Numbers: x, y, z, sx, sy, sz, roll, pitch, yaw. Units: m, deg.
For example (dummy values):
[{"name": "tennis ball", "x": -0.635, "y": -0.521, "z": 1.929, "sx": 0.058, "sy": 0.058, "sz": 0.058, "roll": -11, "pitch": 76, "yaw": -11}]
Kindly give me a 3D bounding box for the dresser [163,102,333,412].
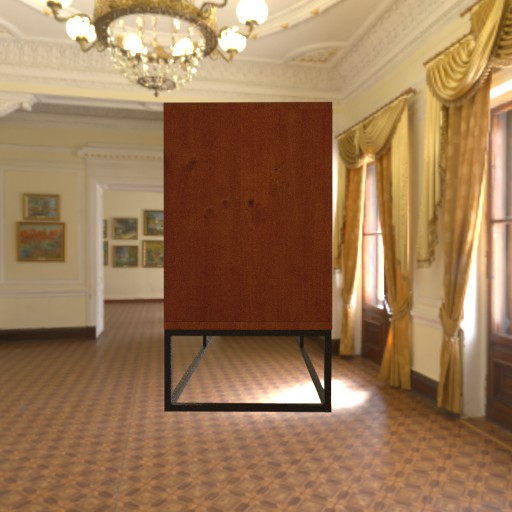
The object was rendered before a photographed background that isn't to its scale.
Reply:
[{"name": "dresser", "x": 0.000, "y": 0.000, "z": 1.923, "sx": 0.464, "sy": 0.810, "sz": 1.536, "roll": 0, "pitch": 0, "yaw": 1}]
